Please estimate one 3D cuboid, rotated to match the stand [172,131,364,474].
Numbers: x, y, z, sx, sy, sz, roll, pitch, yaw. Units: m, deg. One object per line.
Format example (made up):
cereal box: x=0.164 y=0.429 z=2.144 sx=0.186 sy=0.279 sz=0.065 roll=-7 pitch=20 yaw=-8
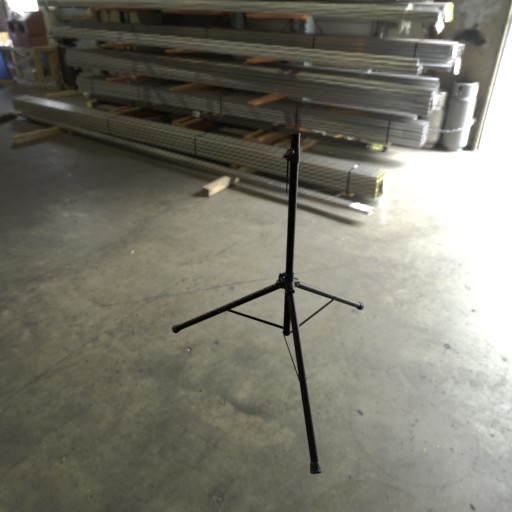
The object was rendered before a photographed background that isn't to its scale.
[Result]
stand: x=0.000 y=0.000 z=2.788 sx=1.339 sy=1.595 sz=1.596 roll=11 pitch=32 yaw=18
